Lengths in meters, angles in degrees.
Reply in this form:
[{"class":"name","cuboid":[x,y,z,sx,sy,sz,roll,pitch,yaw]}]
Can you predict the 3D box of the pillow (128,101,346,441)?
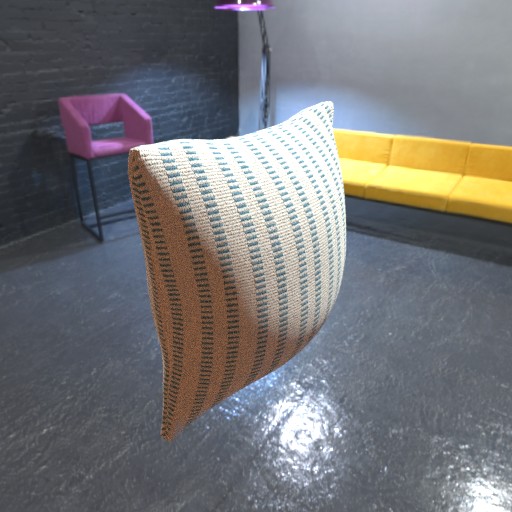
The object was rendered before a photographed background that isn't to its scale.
[{"class":"pillow","cuboid":[0.000,0.000,0.693,0.247,0.419,0.438,18,32,31]}]
